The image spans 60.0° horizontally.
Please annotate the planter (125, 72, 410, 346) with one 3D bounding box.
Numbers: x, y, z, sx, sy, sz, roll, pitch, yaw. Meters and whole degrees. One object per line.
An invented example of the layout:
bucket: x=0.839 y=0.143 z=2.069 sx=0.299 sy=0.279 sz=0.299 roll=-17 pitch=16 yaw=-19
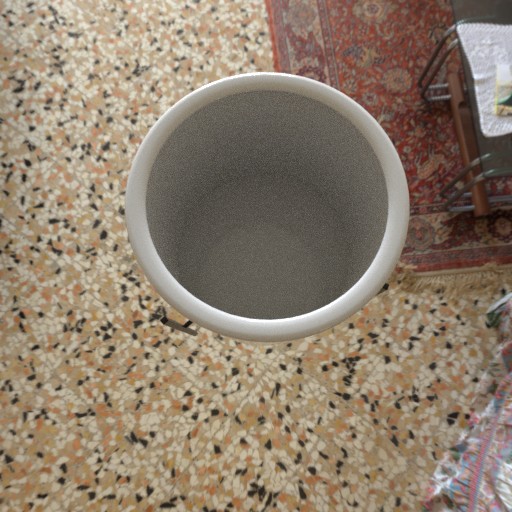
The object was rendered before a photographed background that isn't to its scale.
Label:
planter: x=0.000 y=0.000 z=0.639 sx=0.308 sy=0.431 sz=0.307 roll=-40 pitch=80 yaw=-9
